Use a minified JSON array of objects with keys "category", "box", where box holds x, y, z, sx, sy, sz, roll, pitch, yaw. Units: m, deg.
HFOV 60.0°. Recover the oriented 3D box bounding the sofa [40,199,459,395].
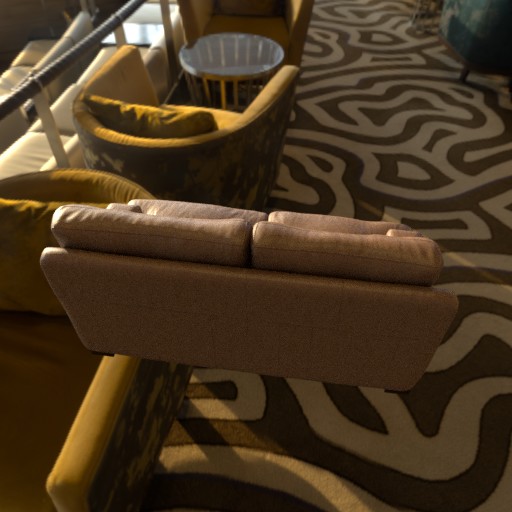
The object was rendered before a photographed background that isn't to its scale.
[{"category":"sofa","box":[0.000,0.000,2.437,1.855,0.980,0.962,6,46,6]}]
